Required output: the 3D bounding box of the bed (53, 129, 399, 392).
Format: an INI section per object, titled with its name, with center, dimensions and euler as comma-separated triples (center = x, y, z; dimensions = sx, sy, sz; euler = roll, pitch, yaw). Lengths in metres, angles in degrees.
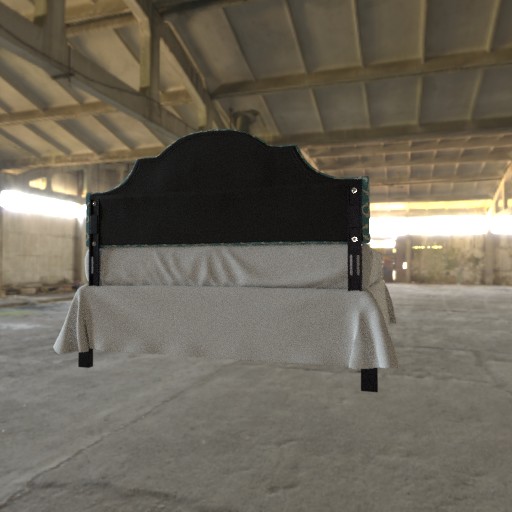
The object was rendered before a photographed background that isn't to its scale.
[bed]
center = 0.000, 0.000, 3.774
dimensions = 2.314, 1.601, 2.222
euler = 0, -1, 18
